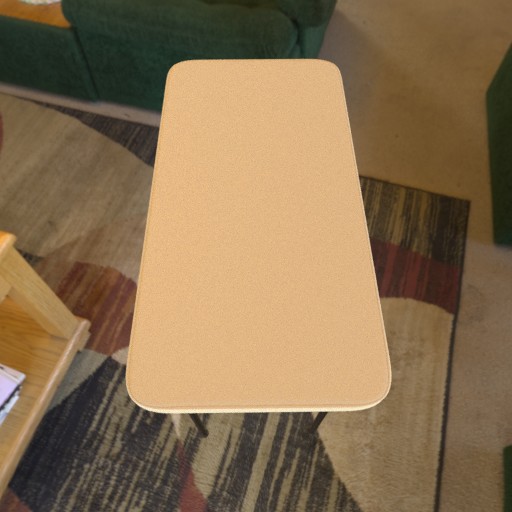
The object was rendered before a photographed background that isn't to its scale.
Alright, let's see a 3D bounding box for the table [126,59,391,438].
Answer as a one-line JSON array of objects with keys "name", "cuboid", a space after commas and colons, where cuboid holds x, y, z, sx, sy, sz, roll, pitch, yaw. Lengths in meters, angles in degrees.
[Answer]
[{"name": "table", "cuboid": [0.000, 0.000, 1.596, 0.610, 0.729, 1.219, -1, 59, 0]}]
